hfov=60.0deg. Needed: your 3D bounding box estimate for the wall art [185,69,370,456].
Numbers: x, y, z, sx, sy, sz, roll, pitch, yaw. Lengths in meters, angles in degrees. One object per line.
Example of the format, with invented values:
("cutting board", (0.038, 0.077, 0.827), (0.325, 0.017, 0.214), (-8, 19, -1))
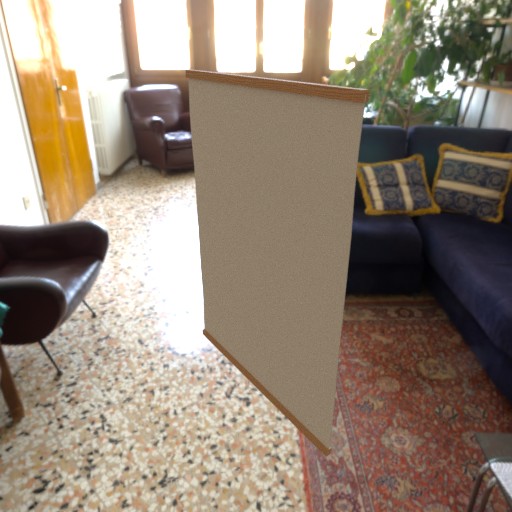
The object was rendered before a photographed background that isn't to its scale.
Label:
("wall art", (0.000, 0.000, 1.355), (0.020, 1.016, 0.739), (-17, 31, -31))
